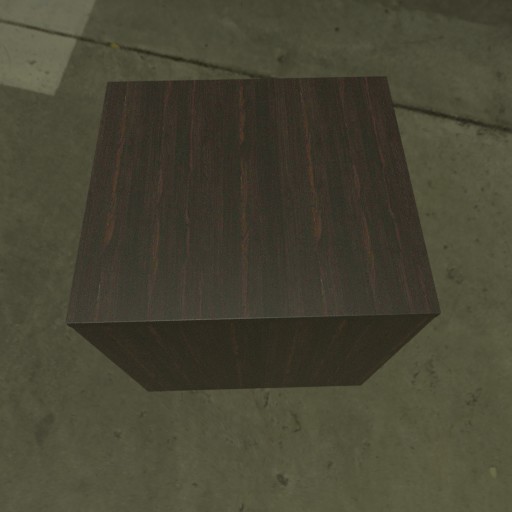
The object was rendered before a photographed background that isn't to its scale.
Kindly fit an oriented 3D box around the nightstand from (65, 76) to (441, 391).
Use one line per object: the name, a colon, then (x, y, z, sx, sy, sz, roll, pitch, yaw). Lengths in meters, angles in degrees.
nightstand: (0.000, 0.000, 0.821, 0.461, 0.460, 0.400, -1, 63, -1)
